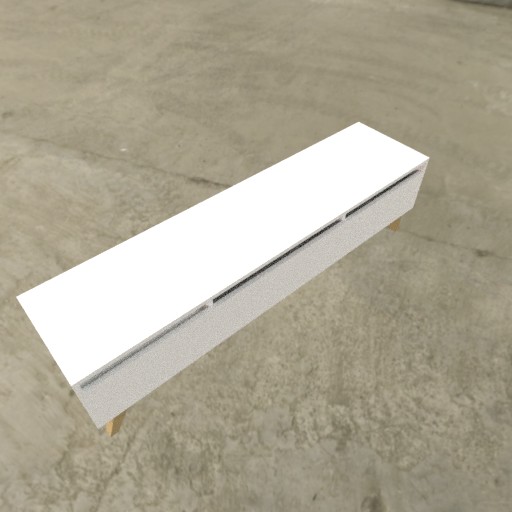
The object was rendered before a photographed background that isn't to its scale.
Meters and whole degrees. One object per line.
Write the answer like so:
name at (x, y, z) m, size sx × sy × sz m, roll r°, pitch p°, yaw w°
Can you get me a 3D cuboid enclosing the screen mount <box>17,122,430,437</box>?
screen mount at (0.000, 0.000, 1.815) m, size 1.644 × 0.432 × 0.399 m, roll -32°, pitch 54°, yaw -27°
